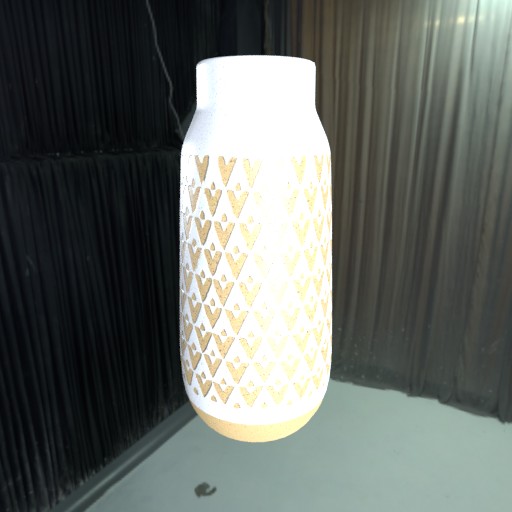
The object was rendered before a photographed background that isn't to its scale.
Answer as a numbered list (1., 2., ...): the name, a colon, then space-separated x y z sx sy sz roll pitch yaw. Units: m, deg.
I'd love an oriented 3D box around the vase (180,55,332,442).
1. vase: 0.000 0.000 0.383 0.137 0.307 0.137 0 17 0
